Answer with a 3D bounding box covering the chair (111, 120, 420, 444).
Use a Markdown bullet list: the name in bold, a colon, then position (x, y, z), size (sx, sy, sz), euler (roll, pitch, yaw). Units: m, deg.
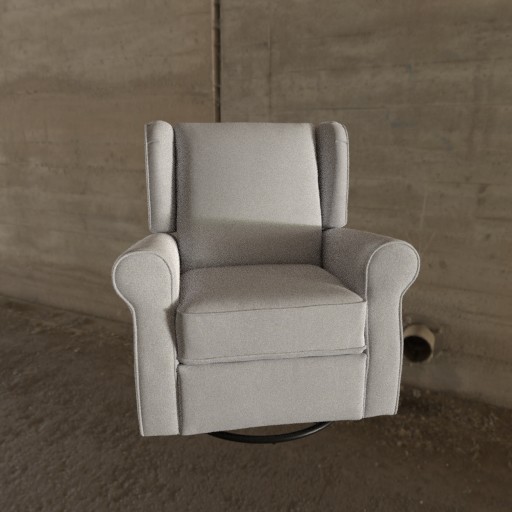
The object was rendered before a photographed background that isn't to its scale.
- **chair**: position (0.000, 0.000, 1.631), size (0.906, 0.967, 0.854), euler (-2, 16, -8)
